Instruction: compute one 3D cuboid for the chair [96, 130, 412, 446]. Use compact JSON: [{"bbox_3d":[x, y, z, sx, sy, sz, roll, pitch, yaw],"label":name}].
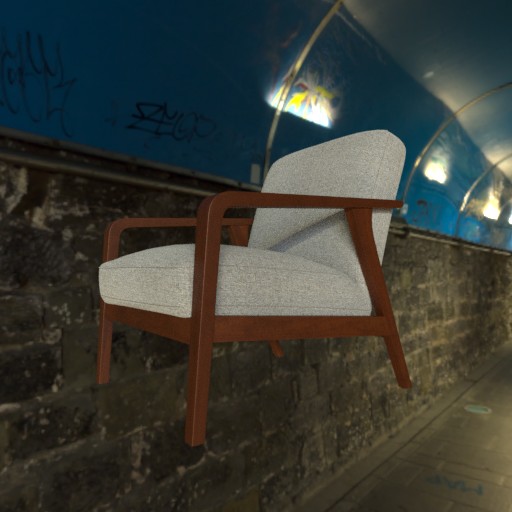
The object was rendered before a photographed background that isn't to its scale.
[{"bbox_3d":[0.000,0.000,1.464,0.858,0.847,0.704,1,-2,-36],"label":"chair"}]
